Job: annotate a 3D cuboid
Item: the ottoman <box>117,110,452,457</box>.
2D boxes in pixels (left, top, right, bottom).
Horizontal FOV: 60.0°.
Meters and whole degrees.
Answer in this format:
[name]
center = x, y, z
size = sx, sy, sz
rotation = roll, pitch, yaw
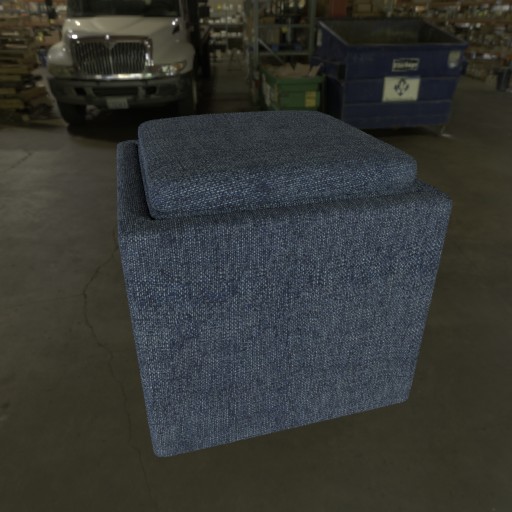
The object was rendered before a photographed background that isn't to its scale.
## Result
[ottoman]
center = 0.000, 0.000, 0.821
size = 0.450, 0.460, 0.450
rotation = -8, 30, -14
